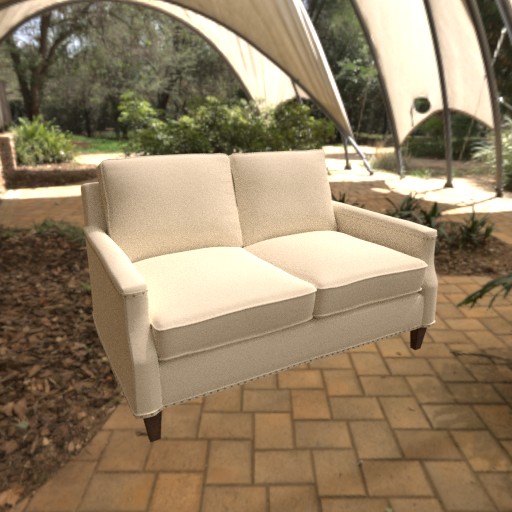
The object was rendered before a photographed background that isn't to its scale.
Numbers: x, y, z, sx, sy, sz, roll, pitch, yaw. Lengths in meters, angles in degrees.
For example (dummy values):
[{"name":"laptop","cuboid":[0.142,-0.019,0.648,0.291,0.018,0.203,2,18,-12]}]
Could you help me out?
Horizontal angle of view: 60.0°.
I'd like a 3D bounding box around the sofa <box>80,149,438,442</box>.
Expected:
[{"name":"sofa","cuboid":[0.000,0.000,2.306,1.597,1.003,1.084,-10,21,-27]}]
